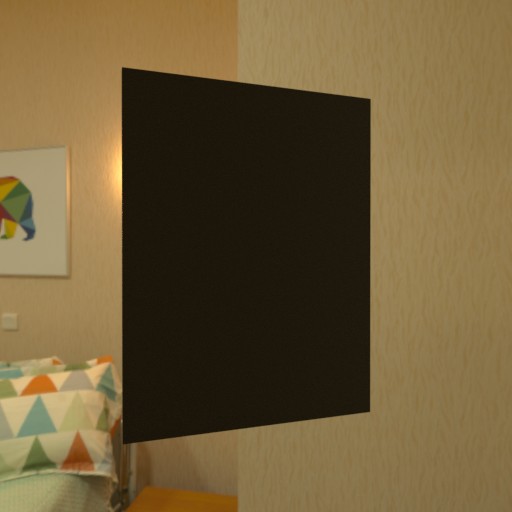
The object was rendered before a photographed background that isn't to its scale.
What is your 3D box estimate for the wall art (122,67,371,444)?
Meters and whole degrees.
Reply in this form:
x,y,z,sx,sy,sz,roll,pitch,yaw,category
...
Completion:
x,y,z,sx,sy,sz,roll,pitch,yaw,category
0.000,0.000,1.393,0.806,1.062,0.038,0,0,-19,wall art
